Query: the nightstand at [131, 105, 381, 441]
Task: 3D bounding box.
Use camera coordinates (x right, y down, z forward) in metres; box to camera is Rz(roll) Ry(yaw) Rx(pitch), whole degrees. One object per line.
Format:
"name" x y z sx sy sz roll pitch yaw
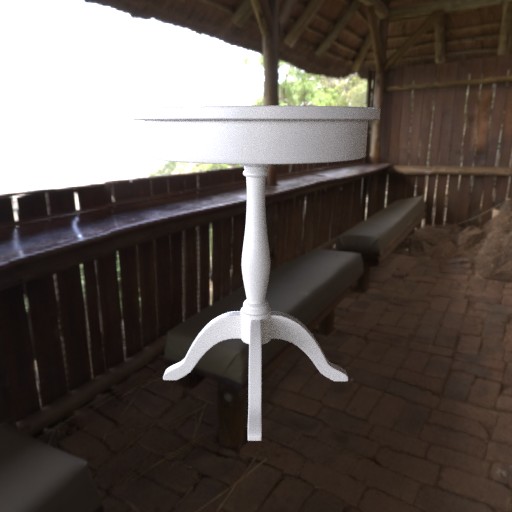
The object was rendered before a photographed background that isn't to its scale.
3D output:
"nightstand" 0.000 0.000 1.037 0.513 0.653 0.513 3 17 9
